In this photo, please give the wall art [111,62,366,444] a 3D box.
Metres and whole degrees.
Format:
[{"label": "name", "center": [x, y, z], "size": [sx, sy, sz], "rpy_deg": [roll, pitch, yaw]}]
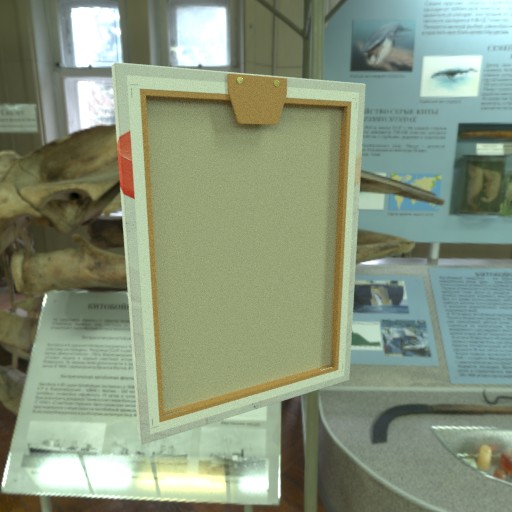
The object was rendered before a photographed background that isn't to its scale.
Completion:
[{"label": "wall art", "center": [0.000, 0.000, 1.329], "size": [0.759, 1.014, 0.045], "rpy_deg": [-7, 16, -28]}]
